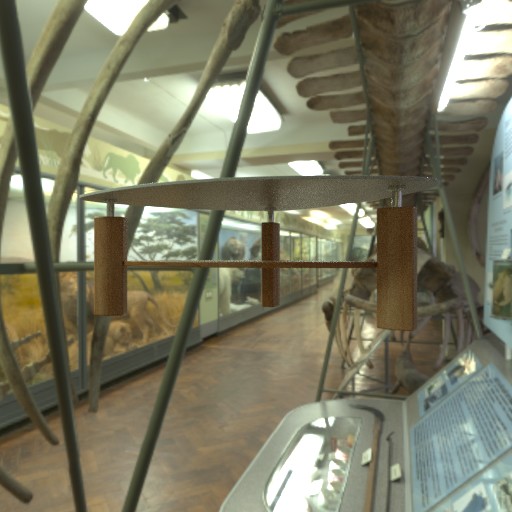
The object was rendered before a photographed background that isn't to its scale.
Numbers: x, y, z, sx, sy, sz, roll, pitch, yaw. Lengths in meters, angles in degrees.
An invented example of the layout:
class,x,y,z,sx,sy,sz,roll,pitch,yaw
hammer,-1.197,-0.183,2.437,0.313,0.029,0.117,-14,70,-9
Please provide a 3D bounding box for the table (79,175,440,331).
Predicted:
class,x,y,z,sx,sy,sz,roll,pitch,yaw
table,0.000,0.000,1.661,1.250,0.440,0.850,0,0,18
